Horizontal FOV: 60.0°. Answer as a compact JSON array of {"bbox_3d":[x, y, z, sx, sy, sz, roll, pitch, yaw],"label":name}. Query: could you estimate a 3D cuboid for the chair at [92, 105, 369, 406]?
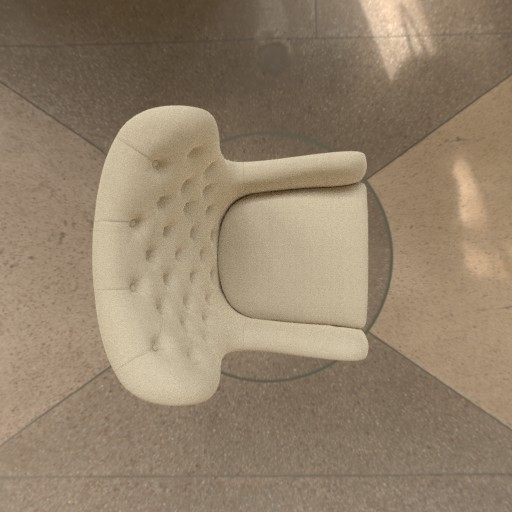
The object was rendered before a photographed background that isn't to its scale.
[{"bbox_3d":[0.000,0.000,1.728,0.929,1.079,0.831,0,90,1],"label":"chair"}]
